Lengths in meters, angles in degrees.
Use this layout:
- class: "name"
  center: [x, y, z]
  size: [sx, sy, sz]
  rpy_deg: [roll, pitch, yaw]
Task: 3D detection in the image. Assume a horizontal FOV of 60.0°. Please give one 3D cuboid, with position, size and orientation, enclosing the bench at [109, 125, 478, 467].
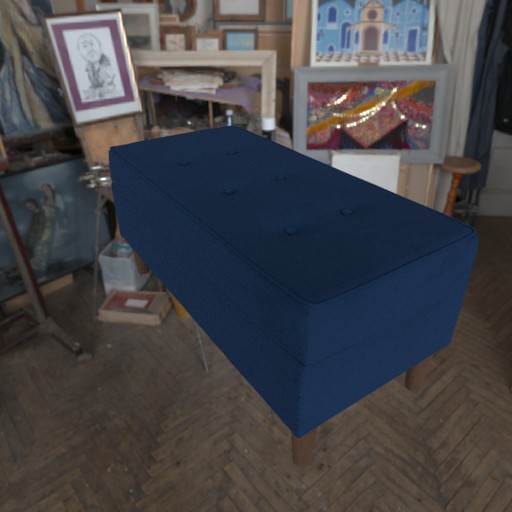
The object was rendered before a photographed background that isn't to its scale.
- class: "bench"
  center: [0.000, 0.000, 1.275]
  size: [0.489, 0.467, 1.010]
  rpy_deg: [-20, 37, -29]
